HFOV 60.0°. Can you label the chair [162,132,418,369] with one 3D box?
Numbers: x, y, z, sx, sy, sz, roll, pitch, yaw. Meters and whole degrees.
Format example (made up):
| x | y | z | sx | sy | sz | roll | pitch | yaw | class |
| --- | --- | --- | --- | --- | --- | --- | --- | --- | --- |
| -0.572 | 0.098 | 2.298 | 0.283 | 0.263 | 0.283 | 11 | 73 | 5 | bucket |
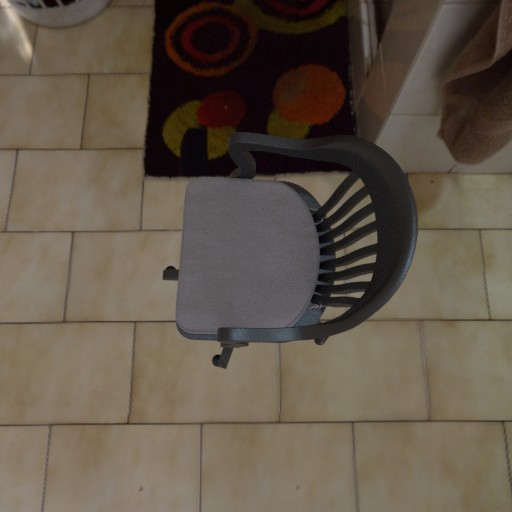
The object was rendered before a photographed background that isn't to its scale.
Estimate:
| x | y | z | sx | sy | sz | roll | pitch | yaw | class |
| --- | --- | --- | --- | --- | --- | --- | --- | --- | --- |
| 0.000 | 0.000 | 1.503 | 0.788 | 0.878 | 0.750 | 2 | 76 | 1 | chair |
